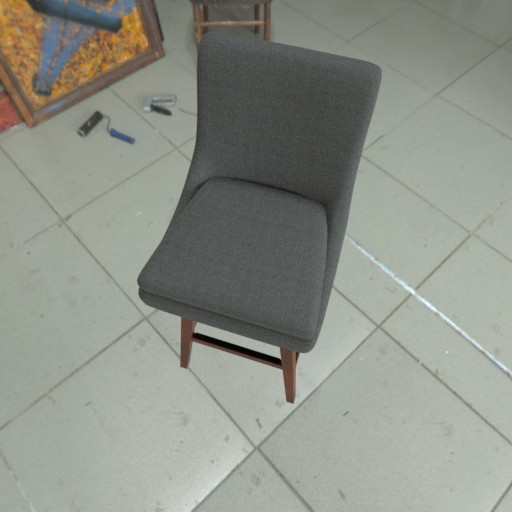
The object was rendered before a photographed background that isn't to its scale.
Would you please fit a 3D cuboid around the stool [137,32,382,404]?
[{"bbox_3d":[0.000,0.000,1.243,0.447,0.977,0.524,16,60,9],"label":"stool"}]
